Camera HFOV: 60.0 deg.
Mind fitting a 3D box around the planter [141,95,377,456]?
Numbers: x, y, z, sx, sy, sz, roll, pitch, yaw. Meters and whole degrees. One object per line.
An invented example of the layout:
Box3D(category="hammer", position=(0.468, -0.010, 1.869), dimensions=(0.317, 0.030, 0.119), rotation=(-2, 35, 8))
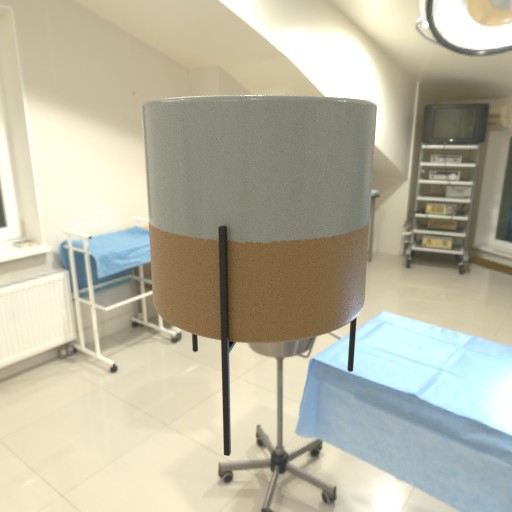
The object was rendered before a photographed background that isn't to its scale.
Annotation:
Box3D(category="planter", position=(0.000, 0.000, 0.736), dimensions=(0.360, 0.480, 0.348), rotation=(15, 22, 42))
